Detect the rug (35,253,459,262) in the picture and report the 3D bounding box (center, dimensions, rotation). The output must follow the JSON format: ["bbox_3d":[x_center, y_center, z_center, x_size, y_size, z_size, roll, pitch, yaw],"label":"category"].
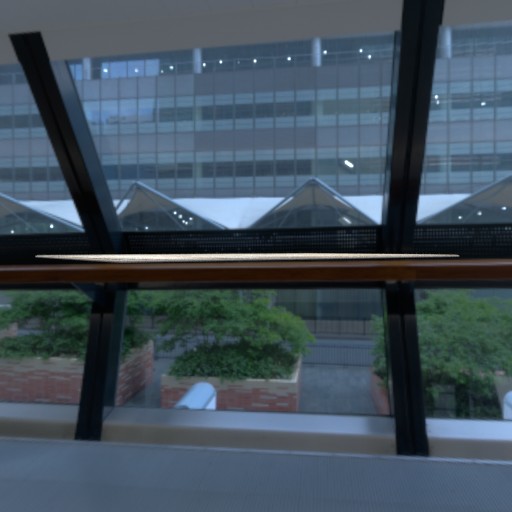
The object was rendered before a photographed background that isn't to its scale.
[{"bbox_3d":[0.000,0.000,3.000,2.431,0.012,1.536,-1,1,-37],"label":"rug"}]
